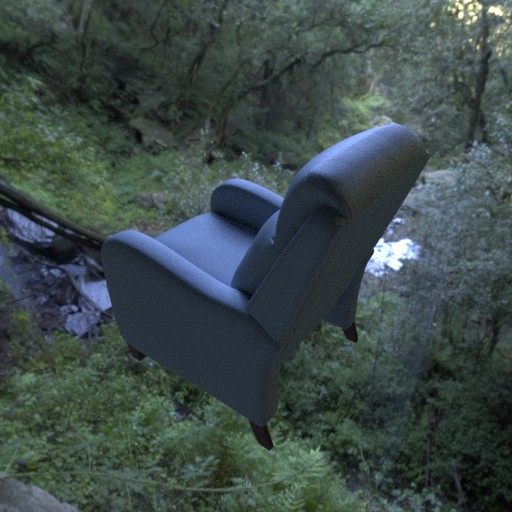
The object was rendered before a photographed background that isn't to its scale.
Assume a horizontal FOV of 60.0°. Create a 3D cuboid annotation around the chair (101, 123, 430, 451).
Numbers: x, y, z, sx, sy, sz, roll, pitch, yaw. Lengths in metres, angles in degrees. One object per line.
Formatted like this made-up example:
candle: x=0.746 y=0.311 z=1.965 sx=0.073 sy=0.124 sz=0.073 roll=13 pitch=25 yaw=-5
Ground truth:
chair: x=0.000 y=0.000 z=1.748 sx=0.988 sy=1.067 sz=0.785 roll=22 pitch=38 yaw=30
